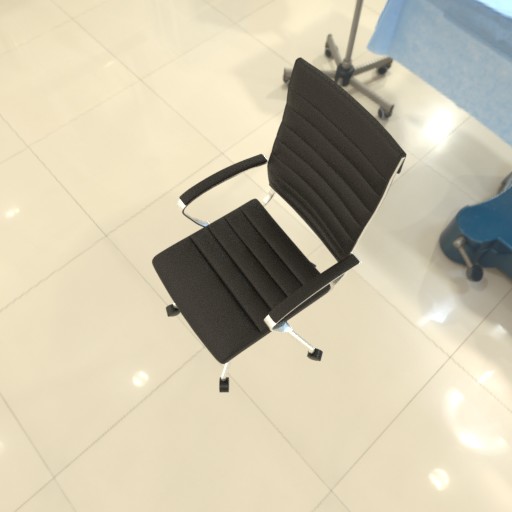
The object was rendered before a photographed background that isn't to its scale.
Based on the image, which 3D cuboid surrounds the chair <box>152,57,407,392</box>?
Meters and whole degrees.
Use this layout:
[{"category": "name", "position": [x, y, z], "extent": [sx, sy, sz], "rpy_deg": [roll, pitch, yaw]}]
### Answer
[{"category": "chair", "position": [0.000, 0.000, 1.636], "extent": [0.739, 1.149, 0.766], "rpy_deg": [-33, 68, -15]}]
